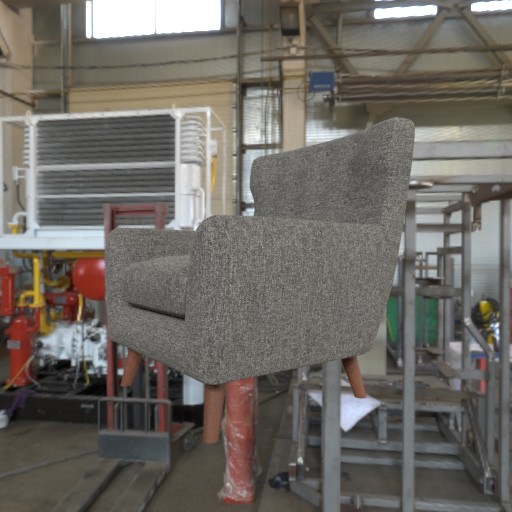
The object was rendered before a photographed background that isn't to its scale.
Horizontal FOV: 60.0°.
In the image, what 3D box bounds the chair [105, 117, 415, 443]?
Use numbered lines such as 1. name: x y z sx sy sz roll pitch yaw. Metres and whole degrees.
1. chair: 0.000 0.000 1.736 0.940 1.039 0.889 0 0 -37
